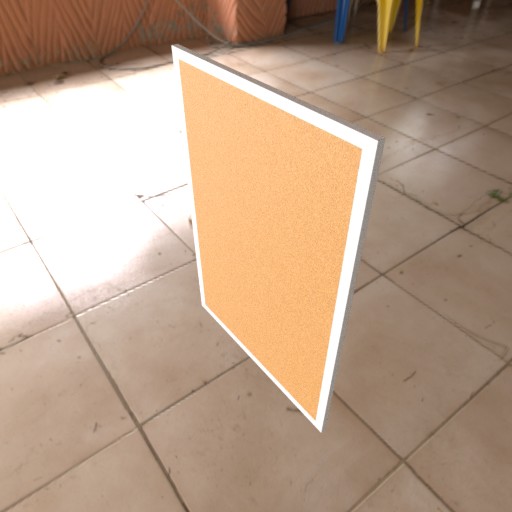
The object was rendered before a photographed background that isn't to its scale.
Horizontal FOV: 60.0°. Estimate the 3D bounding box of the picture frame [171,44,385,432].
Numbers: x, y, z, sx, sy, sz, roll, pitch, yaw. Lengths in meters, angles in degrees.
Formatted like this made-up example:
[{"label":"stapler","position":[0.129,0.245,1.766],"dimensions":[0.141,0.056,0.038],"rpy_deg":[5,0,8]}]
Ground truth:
[{"label":"picture frame","position":[0.000,0.000,0.847],"dimensions":[0.013,0.657,0.457],"rpy_deg":[-27,48,-28]}]
